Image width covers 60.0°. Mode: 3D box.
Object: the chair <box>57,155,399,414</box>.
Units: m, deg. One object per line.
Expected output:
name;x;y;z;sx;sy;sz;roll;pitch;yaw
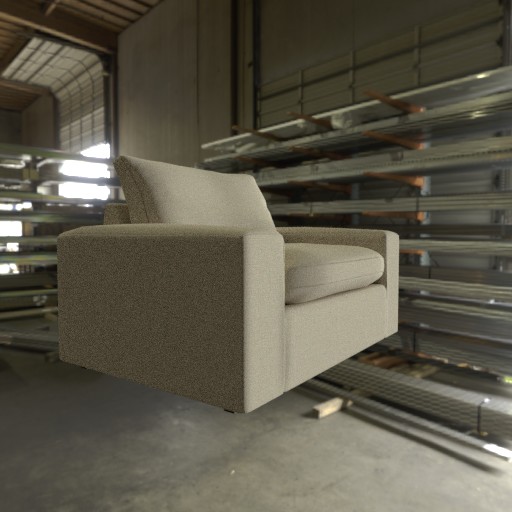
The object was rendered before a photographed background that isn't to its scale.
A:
chair;0.000;0.000;2.102;1.039;0.915;1.398;2;3;36
